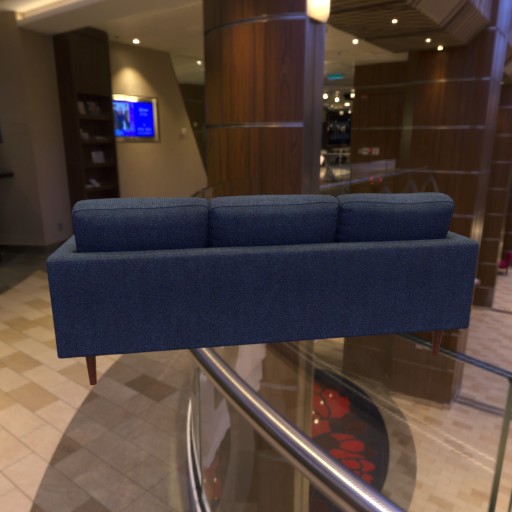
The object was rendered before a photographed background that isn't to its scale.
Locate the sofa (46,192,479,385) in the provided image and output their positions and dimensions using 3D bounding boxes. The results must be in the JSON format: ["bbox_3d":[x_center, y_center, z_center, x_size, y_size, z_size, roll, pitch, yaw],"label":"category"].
[{"bbox_3d":[0.000,0.000,2.985,2.233,0.956,1.504,-2,15,-9],"label":"sofa"}]
